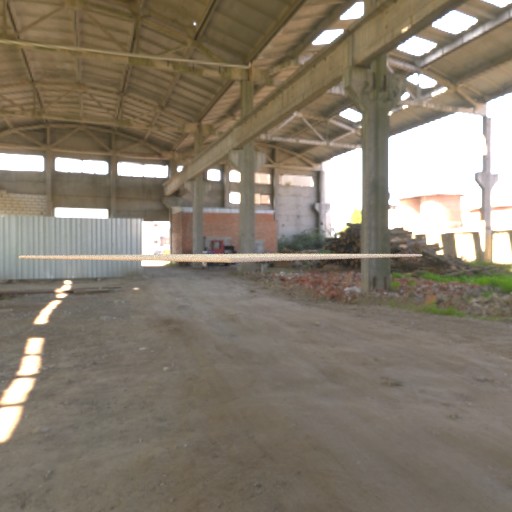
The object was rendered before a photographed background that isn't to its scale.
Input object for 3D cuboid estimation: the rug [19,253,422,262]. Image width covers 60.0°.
[{"bbox_3d":[0.000,0.000,2.083,1.067,0.013,1.676,0,1,36],"label":"rug"}]
